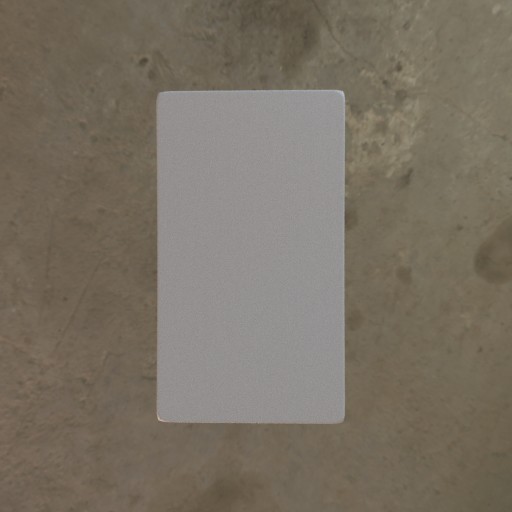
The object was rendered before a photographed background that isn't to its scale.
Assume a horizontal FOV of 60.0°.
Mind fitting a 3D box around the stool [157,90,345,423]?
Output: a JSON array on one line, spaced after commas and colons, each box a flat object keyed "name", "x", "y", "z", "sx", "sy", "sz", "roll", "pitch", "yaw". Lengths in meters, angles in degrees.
[{"name": "stool", "x": 0.000, "y": 0.000, "z": 0.843, "sx": 0.322, "sy": 0.610, "sz": 0.406, "roll": 0, "pitch": 90, "yaw": 1}]
